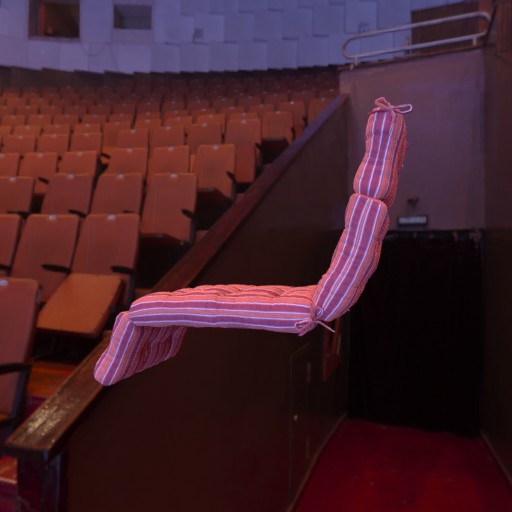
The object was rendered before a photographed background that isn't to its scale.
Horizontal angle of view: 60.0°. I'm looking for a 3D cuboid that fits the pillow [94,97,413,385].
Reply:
[{"bbox_3d":[0.000,0.000,1.543,1.016,0.863,0.526,0,0,18],"label":"pillow"}]
